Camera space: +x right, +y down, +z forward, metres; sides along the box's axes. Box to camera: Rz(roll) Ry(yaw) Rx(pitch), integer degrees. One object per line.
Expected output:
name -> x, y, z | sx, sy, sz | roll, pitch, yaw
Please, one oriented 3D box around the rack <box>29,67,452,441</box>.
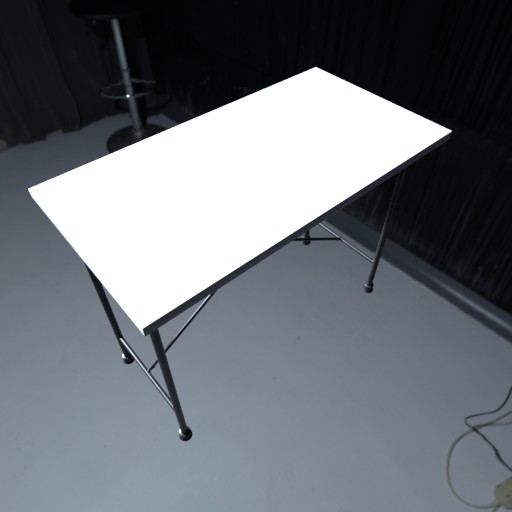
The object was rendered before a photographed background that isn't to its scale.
rack -> 0.000, 0.000, 1.664 | 1.159, 0.880, 0.613 | -33, 55, -26
